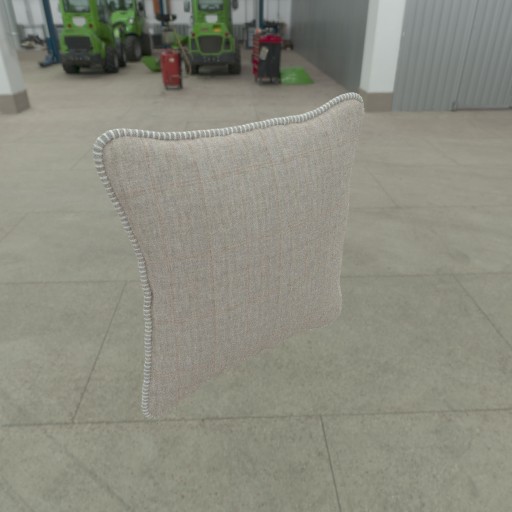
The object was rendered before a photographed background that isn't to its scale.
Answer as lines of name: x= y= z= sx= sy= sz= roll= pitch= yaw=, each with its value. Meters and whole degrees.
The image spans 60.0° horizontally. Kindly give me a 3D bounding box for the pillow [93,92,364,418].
pillow: x=0.000 y=0.000 z=0.761 sx=0.485 sy=0.494 sz=0.124 roll=-21 pitch=36 yaw=-32
